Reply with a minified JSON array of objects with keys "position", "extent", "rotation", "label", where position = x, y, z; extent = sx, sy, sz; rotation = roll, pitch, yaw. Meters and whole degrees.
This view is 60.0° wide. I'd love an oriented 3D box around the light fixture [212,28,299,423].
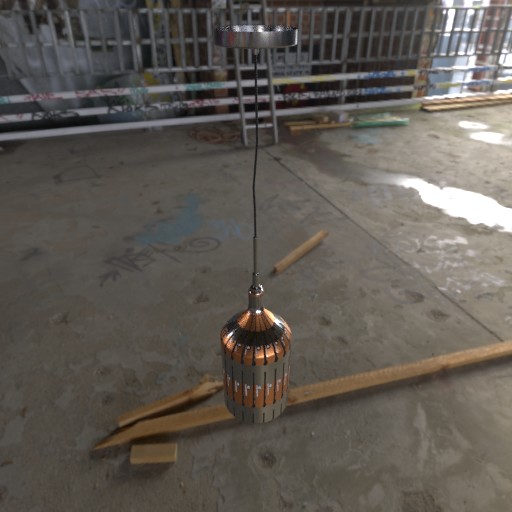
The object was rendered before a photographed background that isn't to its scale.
[{"position":[0.000,0.000,1.676],"extent":[0.303,1.535,0.303],"rotation":[0,31,0],"label":"light fixture"}]
